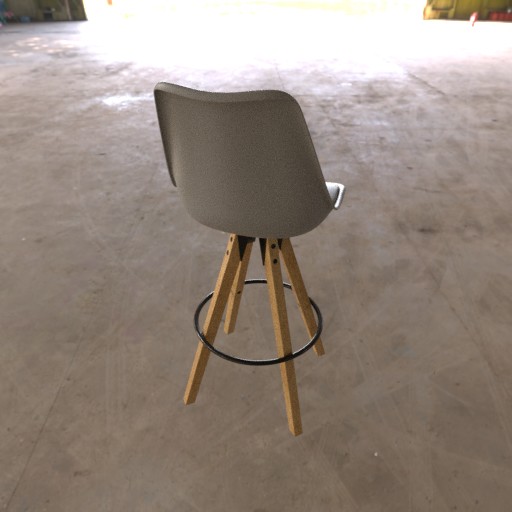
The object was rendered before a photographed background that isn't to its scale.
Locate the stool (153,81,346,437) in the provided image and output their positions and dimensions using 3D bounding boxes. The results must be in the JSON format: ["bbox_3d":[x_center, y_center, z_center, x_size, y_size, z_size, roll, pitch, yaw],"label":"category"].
[{"bbox_3d":[0.000,0.000,1.395,0.485,1.115,0.550,10,34,16],"label":"stool"}]
